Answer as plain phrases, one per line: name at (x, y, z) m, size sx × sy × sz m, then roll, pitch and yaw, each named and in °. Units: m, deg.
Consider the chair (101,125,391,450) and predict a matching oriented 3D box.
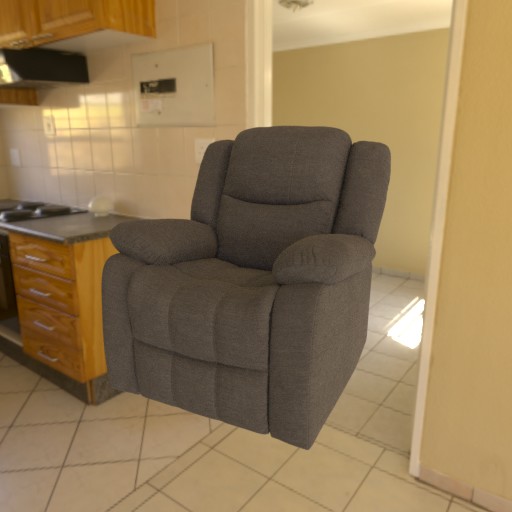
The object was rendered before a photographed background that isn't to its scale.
chair at (0.000, 0.000, 1.754) m, size 0.899 × 1.008 × 0.944 m, roll 7°, pitch 16°, yaw 26°
